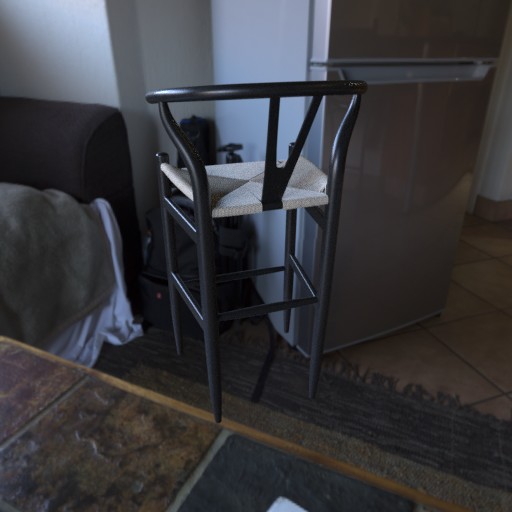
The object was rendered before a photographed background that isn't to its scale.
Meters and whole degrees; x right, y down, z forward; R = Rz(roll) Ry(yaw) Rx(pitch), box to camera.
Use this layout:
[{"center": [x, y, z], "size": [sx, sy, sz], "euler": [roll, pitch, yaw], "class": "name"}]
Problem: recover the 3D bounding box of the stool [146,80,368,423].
[{"center": [0.000, 0.000, 1.393], "size": [0.569, 1.072, 0.579], "euler": [-9, 28, -16], "class": "stool"}]
